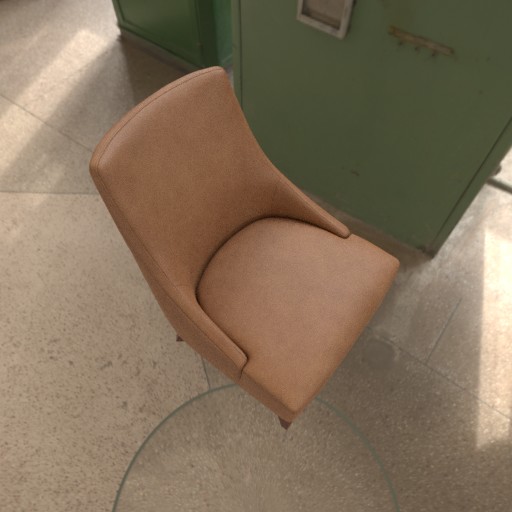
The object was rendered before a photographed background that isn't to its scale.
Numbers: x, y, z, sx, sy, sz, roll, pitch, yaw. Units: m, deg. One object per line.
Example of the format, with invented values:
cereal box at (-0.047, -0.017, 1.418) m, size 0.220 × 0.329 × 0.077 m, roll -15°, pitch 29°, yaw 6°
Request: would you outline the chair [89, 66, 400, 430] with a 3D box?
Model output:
chair at (0.000, 0.000, 1.548) m, size 0.861 × 0.909 × 0.701 m, roll 33°, pitch 64°, yaw 19°
